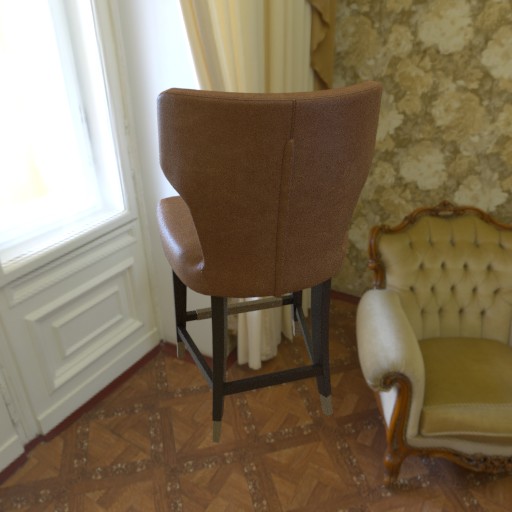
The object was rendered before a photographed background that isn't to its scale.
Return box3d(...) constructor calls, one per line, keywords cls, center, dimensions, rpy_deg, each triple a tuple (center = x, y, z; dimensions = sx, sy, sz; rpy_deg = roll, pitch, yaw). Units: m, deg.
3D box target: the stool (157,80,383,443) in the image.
box3d(cls="stool", center=(0.000, 0.000, 1.303), dimensions=(0.526, 0.982, 0.563), rpy_deg=(-8, 28, -14))
